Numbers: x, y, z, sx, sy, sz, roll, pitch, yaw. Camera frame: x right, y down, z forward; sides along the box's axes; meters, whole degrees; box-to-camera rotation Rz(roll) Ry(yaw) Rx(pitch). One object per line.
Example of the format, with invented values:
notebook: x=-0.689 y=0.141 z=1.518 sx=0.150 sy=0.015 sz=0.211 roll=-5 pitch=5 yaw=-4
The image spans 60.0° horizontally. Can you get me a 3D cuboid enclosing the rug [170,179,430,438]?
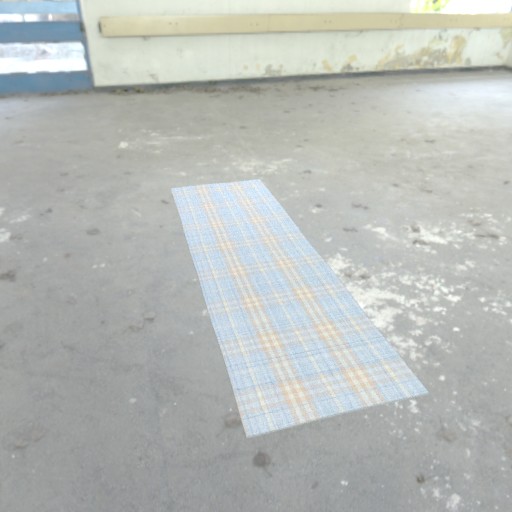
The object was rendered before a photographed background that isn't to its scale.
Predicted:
rug: x=0.000 y=0.000 z=2.696 sx=0.762 sy=0.013 sz=2.439 roll=-8 pitch=32 yaw=-13
